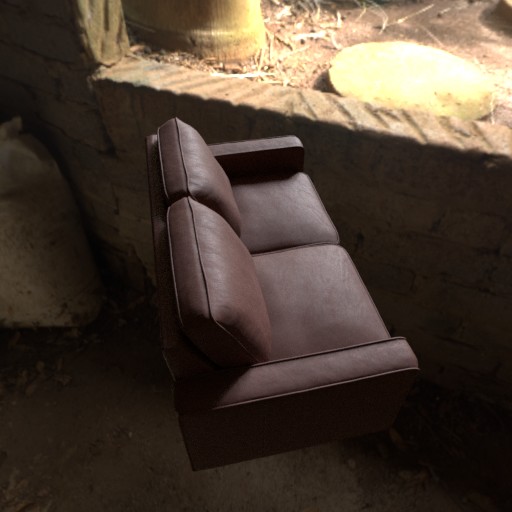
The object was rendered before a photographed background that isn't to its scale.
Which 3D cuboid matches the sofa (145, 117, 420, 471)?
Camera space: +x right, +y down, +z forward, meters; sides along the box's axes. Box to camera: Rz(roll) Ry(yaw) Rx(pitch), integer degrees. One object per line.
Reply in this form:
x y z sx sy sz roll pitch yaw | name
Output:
0.000 0.000 2.265 0.947 0.918 1.709 -9 46 -8 | sofa
